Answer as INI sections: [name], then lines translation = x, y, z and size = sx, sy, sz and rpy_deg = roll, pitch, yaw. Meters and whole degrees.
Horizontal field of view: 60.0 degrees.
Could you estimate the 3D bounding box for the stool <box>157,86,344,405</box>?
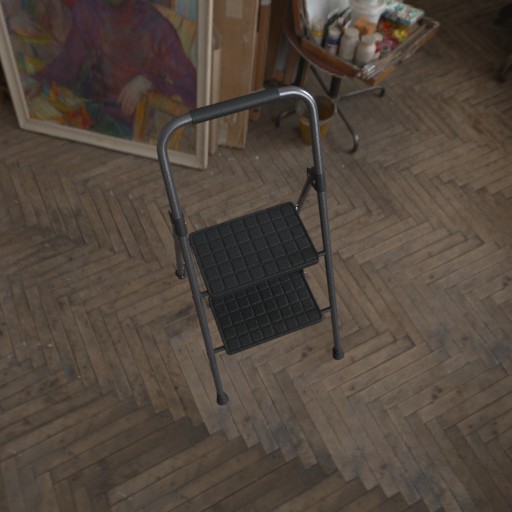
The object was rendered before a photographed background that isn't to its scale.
[stool]
translation = 0.000, 0.000, 1.166
size = 0.450, 0.872, 0.514
rpy_deg = -19, 65, -9
